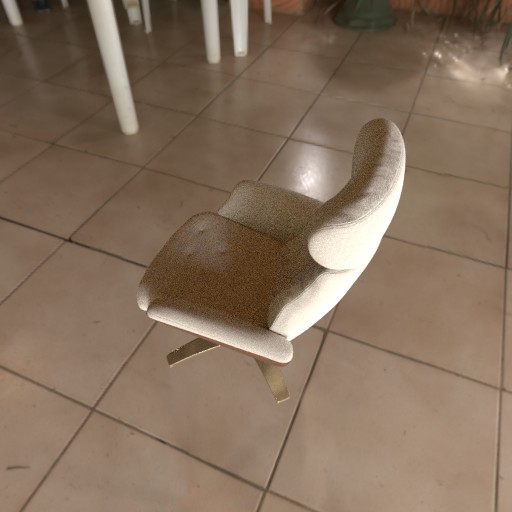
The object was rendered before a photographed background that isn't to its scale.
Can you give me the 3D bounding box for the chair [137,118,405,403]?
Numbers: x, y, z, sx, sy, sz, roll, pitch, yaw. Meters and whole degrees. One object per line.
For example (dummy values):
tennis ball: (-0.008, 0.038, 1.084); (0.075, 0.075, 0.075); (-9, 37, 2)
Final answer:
chair: (0.000, 0.000, 1.586); (0.837, 0.995, 0.785); (16, 48, 15)
